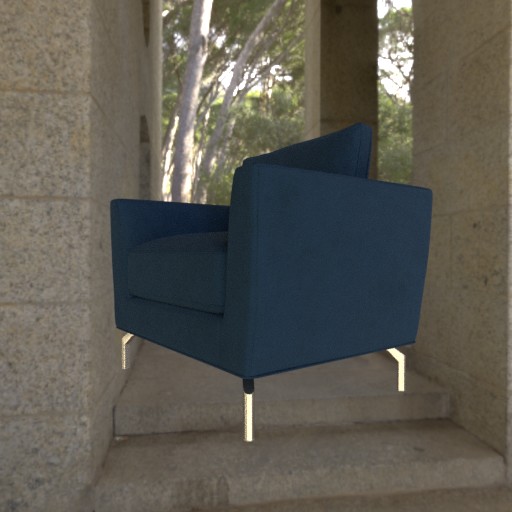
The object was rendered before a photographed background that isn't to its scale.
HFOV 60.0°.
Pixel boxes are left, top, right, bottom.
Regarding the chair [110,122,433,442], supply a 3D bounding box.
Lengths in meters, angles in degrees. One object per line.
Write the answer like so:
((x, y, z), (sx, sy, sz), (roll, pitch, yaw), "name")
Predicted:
((0.000, 0.000, 1.613), (0.746, 0.893, 0.977), (-1, 1, -37), "chair")
